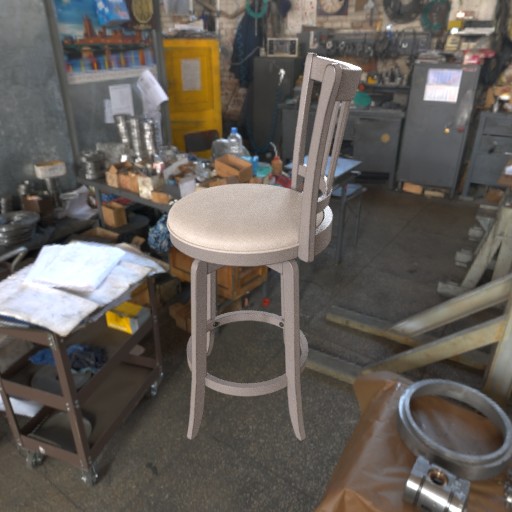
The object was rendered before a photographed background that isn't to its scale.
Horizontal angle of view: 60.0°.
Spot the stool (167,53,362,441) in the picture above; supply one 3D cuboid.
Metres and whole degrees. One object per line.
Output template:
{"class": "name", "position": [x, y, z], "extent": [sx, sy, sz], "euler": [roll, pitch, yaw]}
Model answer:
{"class": "stool", "position": [0.000, 0.000, 1.250], "extent": [0.475, 1.023, 0.436], "euler": [0, 27, 1]}
